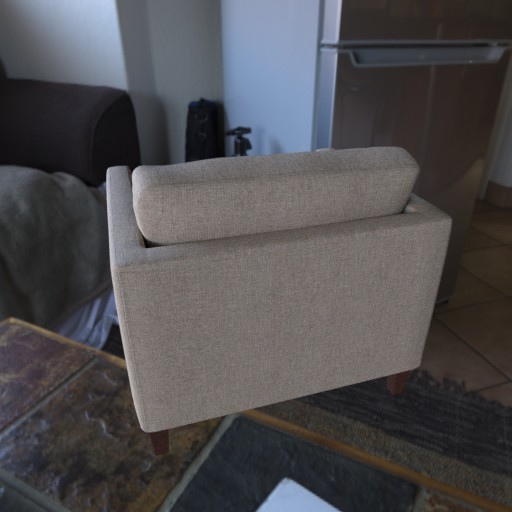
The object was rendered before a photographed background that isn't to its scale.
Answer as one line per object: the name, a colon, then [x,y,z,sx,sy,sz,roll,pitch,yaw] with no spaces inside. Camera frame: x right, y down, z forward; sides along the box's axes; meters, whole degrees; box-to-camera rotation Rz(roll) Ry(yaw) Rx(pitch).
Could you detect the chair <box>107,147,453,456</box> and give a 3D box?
chair: [0.000,0.000,1.826,1.107,0.987,0.959,-9,30,-15]
